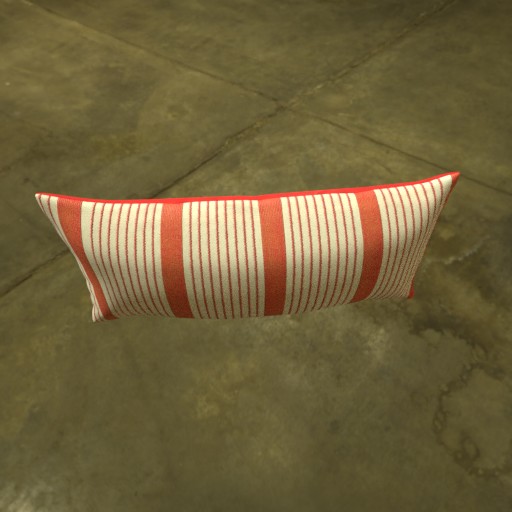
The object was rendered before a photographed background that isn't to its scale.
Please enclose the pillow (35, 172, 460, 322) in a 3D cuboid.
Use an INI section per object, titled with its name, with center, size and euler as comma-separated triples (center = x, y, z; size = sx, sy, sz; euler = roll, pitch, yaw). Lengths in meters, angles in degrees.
[pillow]
center = 0.000, 0.000, 0.731
size = 0.608, 0.297, 0.151
euler = -4, 47, -4
